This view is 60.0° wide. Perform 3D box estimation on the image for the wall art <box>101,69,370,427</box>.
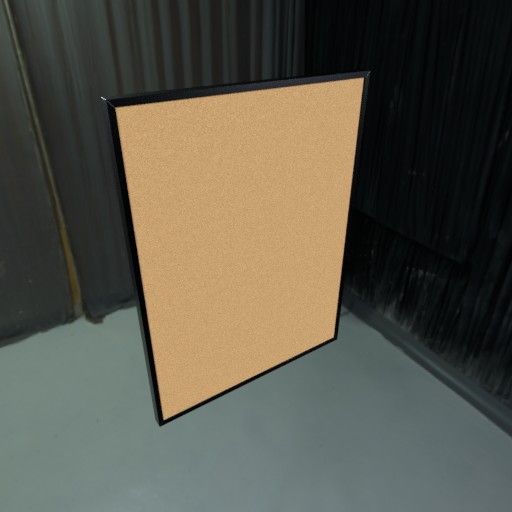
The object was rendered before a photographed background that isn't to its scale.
[{"bbox_3d":[0.000,0.000,1.434,0.805,1.062,0.040,-18,35,-28],"label":"wall art"}]
